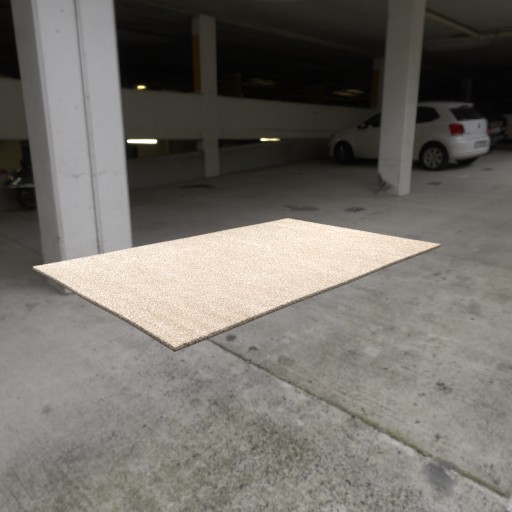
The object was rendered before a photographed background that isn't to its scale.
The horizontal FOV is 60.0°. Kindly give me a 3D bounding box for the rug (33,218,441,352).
[{"bbox_3d":[0.000,0.000,2.984,2.346,0.025,1.500,-14,21,-43],"label":"rug"}]
